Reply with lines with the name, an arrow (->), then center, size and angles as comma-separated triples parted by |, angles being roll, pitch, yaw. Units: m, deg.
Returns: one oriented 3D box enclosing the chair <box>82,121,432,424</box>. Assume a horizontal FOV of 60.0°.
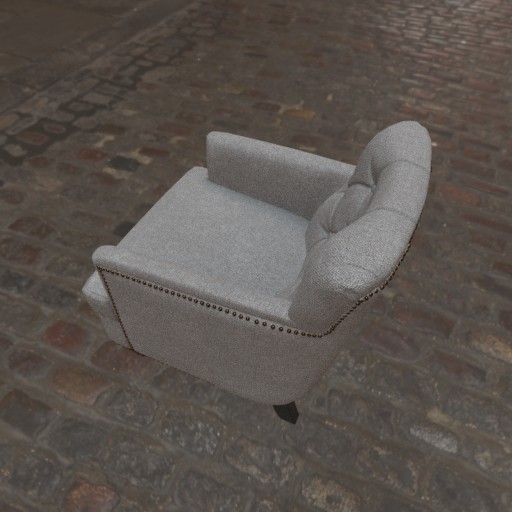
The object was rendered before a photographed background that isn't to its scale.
chair -> 0.000, 0.000, 1.475 | 0.902, 0.823, 0.737 | 18, 49, 16
